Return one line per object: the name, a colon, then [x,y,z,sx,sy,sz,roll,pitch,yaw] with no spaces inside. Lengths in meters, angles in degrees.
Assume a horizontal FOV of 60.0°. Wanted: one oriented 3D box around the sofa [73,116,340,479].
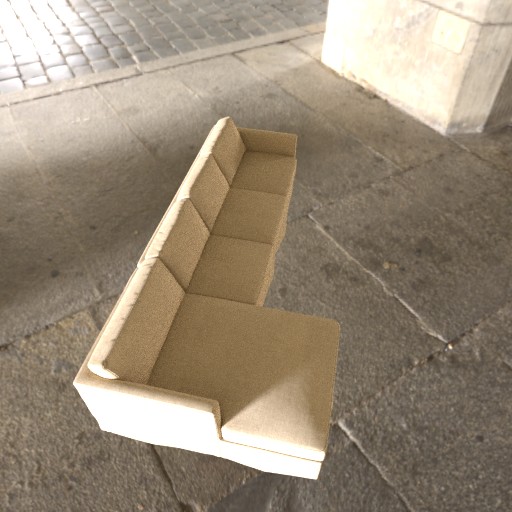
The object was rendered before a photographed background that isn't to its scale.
sofa: [0.000,0.000,3.879,1.650,0.922,3.205,9,47,9]
